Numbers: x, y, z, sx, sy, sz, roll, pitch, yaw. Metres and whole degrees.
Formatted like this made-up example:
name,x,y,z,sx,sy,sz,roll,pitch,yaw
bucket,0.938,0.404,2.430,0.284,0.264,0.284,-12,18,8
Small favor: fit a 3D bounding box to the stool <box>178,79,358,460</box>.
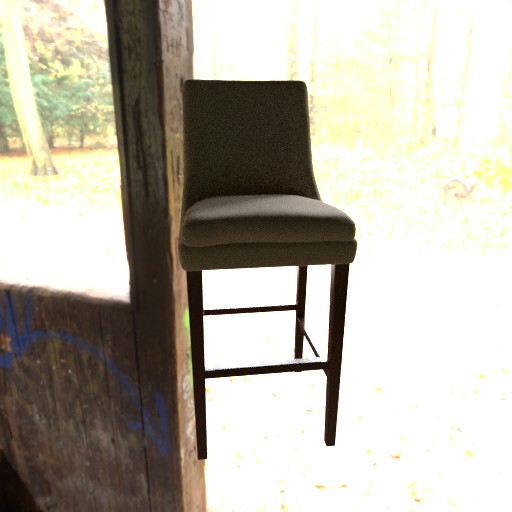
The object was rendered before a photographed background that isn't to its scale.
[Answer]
name,x,y,z,sx,sy,sz,roll,pitch,yaw
stool,0.000,0.000,1.406,0.470,1.078,0.577,-2,18,-8
